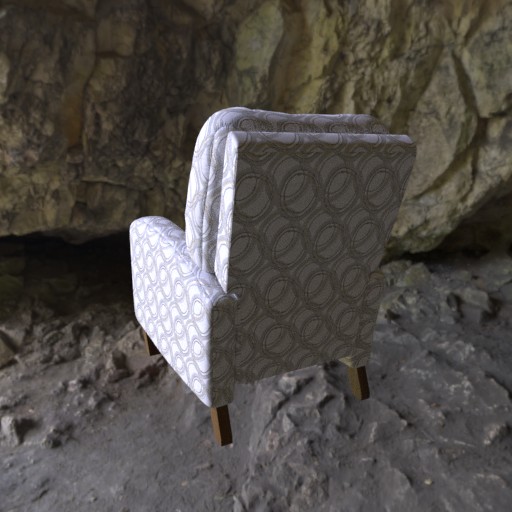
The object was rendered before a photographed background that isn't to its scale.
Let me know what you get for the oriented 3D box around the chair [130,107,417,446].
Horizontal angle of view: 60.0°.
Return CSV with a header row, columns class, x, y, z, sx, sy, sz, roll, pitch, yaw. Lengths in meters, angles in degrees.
class,x,y,z,sx,sy,sz,roll,pitch,yaw
chair,0.000,0.000,1.777,0.796,1.065,0.995,-7,15,-27
